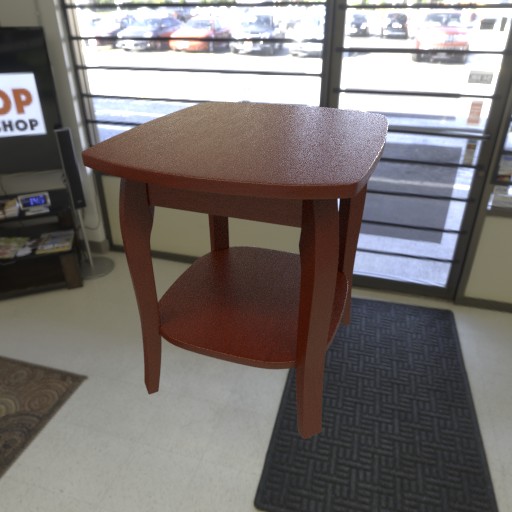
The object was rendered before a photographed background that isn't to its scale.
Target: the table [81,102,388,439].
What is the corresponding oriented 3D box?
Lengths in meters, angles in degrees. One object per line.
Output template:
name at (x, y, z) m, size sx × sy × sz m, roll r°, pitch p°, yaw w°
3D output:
table at (0.000, 0.000, 0.888) m, size 0.433 × 0.496 × 0.502 m, roll 10°, pitch 31°, yaw 17°
